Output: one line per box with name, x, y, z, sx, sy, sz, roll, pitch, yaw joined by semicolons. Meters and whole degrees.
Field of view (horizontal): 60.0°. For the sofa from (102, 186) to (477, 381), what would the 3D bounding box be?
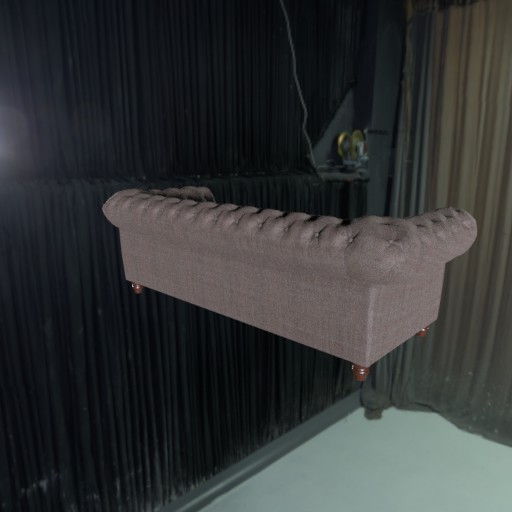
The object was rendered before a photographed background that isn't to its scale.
sofa;0.000;0.000;2.869;2.385;0.787;0.944;12;18;42
